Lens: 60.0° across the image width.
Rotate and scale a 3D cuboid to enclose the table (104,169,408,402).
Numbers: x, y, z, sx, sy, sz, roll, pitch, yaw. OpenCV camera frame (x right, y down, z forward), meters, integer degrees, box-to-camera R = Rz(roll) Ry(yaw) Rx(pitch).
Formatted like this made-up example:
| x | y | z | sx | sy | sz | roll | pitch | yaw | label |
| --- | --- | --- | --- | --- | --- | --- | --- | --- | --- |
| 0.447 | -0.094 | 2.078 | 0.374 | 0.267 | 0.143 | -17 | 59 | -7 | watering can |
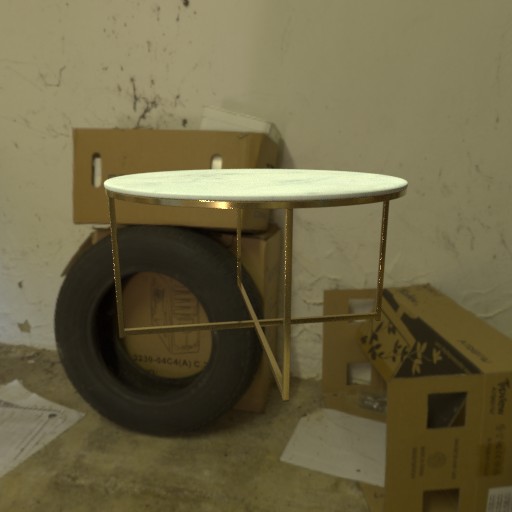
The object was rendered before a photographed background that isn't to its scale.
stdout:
| x | y | z | sx | sy | sz | roll | pitch | yaw | label |
| --- | --- | --- | --- | --- | --- | --- | --- | --- | --- |
| 0.000 | 0.000 | 1.283 | 0.800 | 0.450 | 0.800 | 0 | 14 | 0 | table |
